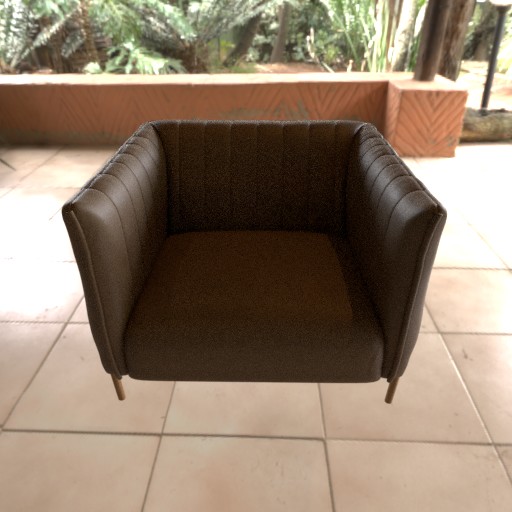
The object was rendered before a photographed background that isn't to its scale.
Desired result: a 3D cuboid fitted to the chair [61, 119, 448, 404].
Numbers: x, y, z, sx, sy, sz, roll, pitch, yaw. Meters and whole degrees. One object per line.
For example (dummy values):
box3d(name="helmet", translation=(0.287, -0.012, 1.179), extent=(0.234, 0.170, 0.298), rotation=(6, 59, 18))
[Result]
box3d(name="chair", translation=(0.000, 0.000, 1.587), extent=(0.981, 0.779, 0.876), rotation=(0, 30, 1))
